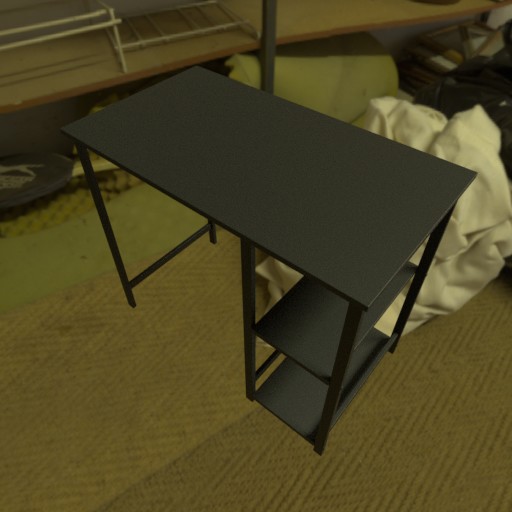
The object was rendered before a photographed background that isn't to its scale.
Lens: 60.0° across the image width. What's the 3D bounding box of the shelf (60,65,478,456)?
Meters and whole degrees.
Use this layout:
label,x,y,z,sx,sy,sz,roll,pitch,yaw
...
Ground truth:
label,x,y,z,sx,sy,sz,roll,pitch,yaw
shelf,0.000,0.000,1.345,0.902,0.749,0.498,31,53,26
